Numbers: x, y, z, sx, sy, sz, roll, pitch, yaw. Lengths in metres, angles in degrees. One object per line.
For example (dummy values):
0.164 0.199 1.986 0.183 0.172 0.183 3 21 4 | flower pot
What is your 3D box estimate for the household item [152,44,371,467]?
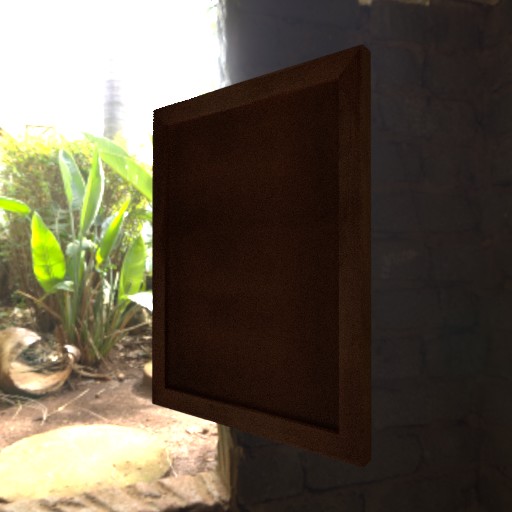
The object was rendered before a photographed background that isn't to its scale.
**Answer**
0.000 0.000 0.545 0.310 0.407 0.067 0 0 37 | household item
